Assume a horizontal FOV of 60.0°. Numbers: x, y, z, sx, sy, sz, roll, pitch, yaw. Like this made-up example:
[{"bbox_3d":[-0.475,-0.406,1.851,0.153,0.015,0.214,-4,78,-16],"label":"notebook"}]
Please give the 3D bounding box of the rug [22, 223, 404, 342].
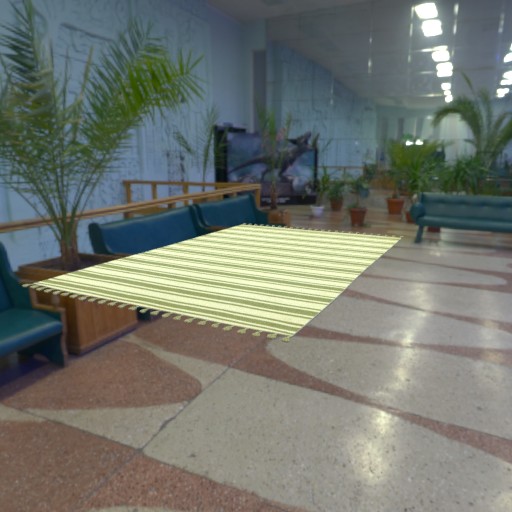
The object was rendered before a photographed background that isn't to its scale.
[{"bbox_3d":[0.000,0.000,3.034,1.540,0.018,2.435,7,15,27],"label":"rug"}]
